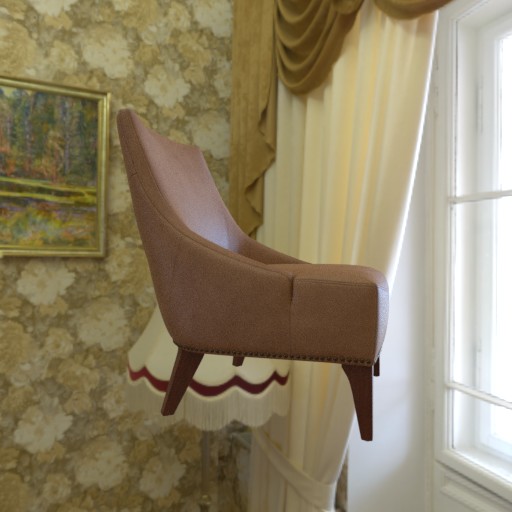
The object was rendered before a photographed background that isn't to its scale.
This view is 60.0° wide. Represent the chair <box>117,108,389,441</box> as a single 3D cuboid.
[{"bbox_3d":[0.000,0.000,1.497,0.861,0.909,0.701,0,0,17],"label":"chair"}]
